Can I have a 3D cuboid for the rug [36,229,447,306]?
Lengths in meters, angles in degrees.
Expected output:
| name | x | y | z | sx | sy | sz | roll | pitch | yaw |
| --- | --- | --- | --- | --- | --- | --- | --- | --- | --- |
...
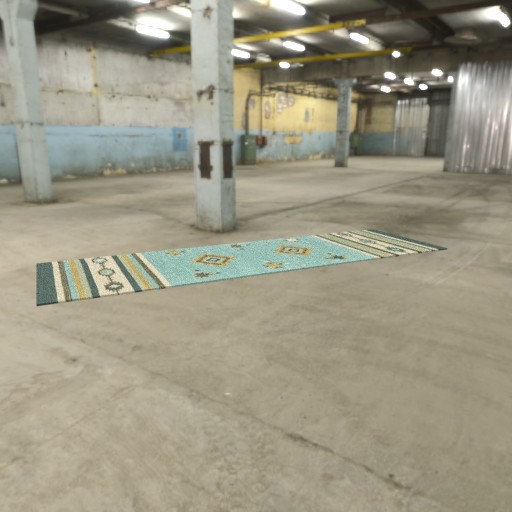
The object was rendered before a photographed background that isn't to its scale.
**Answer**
| name | x | y | z | sx | sy | sz | roll | pitch | yaw |
| --- | --- | --- | --- | --- | --- | --- | --- | --- | --- |
| rug | 0.000 | 0.000 | 2.734 | 2.441 | 0.010 | 0.744 | -7 | 16 | -25 |
